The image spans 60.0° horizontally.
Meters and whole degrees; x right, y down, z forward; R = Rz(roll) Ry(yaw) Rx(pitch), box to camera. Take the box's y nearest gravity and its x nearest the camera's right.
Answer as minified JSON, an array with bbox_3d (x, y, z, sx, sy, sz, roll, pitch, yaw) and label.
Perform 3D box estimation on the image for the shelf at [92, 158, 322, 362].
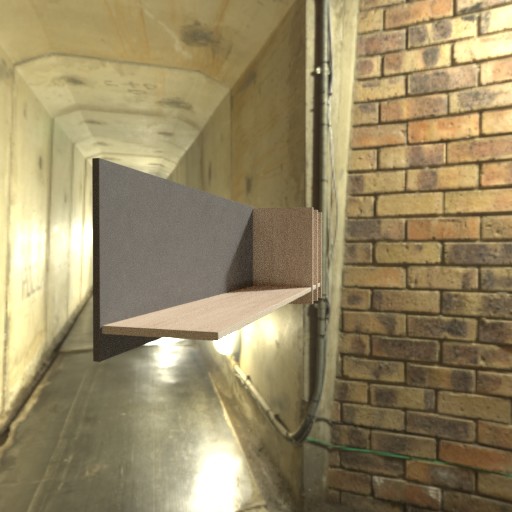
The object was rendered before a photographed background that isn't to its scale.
[{"bbox_3d":[0.000,0.000,1.114,0.200,0.300,1.020,0,1,17],"label":"shelf"}]
